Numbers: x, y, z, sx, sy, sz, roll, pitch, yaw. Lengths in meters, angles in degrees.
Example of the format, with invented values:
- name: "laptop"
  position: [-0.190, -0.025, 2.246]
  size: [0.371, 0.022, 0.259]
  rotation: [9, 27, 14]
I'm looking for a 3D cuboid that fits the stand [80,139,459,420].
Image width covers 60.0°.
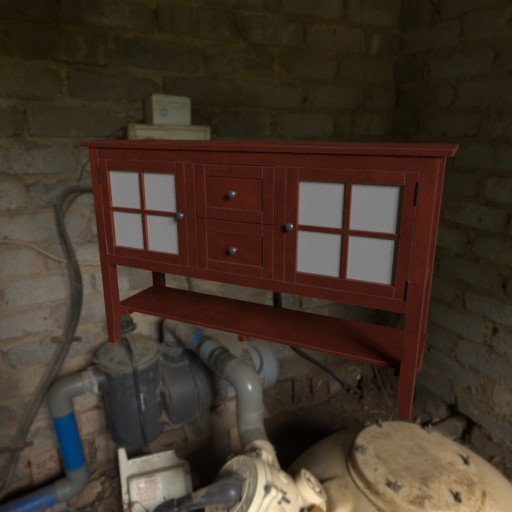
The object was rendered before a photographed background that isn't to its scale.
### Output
- name: "stand"
  position: [0.000, 0.000, 1.762]
  size: [1.362, 0.872, 0.410]
  rotation: [8, 18, 24]
